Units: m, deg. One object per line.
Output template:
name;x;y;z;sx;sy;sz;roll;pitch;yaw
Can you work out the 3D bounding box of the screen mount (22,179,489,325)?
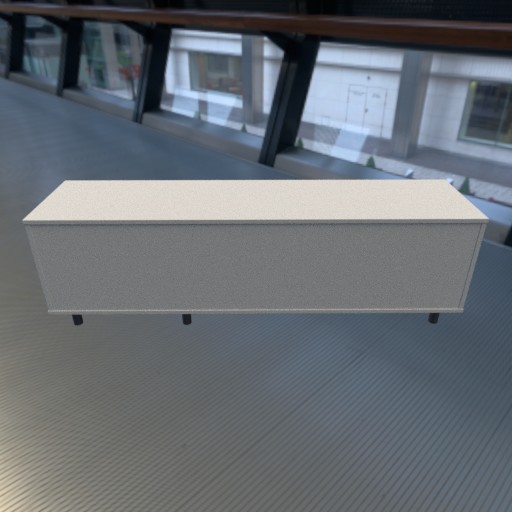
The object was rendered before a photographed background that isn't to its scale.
screen mount;0.000;0.000;1.828;1.600;0.520;0.418;0;29;0
